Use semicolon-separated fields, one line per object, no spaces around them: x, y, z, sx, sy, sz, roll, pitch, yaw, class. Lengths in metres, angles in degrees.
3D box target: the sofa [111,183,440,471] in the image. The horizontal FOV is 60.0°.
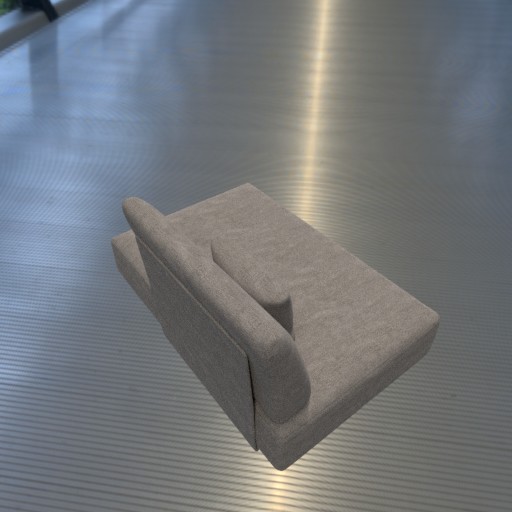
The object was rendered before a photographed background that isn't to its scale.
0.000;0.000;2.071;1.002;0.820;1.450;-27;48;-28;sofa
